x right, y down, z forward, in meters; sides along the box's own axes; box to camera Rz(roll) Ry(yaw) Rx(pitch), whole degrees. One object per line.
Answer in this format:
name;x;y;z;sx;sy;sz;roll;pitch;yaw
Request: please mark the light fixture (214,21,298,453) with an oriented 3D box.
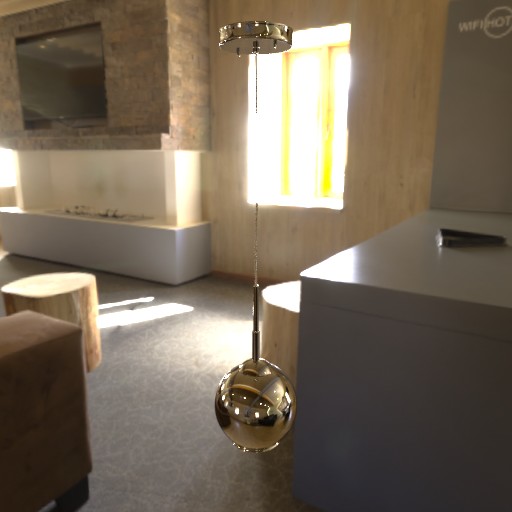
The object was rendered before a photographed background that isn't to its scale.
light fixture;0.000;0.000;1.655;0.336;1.538;0.336;-13;18;-43
